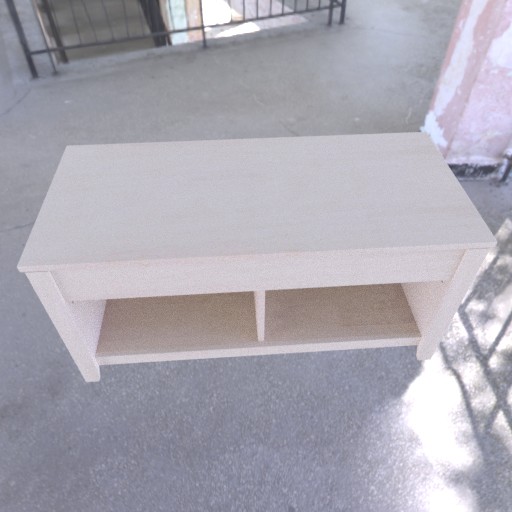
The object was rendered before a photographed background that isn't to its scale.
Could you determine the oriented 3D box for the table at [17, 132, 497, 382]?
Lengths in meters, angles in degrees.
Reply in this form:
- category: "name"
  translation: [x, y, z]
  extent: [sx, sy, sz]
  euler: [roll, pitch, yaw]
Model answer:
- category: "table"
  translation: [0.000, 0.000, 1.265]
  extent: [1.016, 0.483, 0.457]
  euler: [-3, 46, -3]
